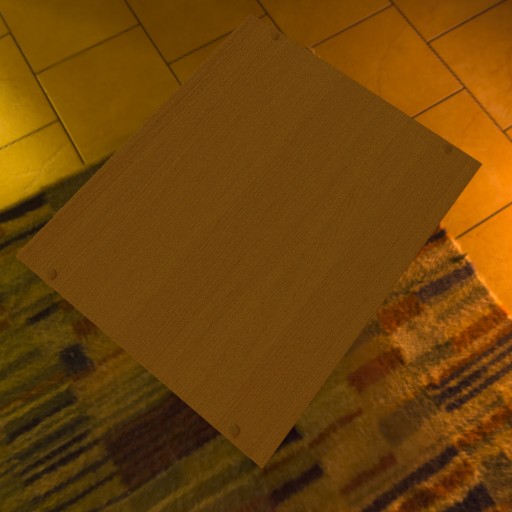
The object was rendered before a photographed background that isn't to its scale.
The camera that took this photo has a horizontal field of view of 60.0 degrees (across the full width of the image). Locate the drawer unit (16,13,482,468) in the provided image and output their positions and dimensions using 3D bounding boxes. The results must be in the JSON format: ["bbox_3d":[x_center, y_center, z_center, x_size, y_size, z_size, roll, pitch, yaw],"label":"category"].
[{"bbox_3d":[0.000,0.000,0.587,0.290,0.344,0.349,37,78,9],"label":"drawer unit"}]
